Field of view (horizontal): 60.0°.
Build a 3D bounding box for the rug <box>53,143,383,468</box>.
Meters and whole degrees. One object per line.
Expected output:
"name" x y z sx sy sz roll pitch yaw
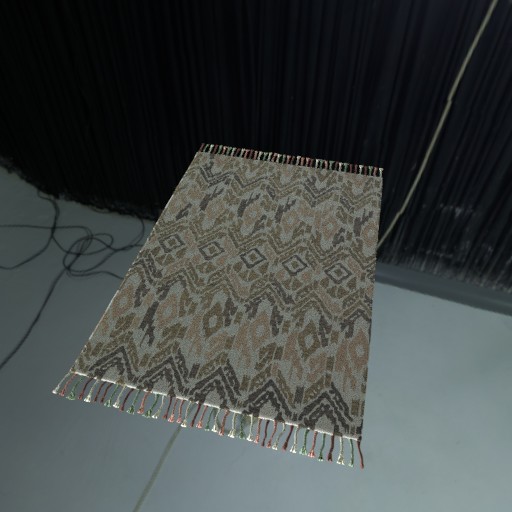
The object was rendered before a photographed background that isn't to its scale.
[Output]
"rug" 0.000 0.000 2.255 1.219 0.008 1.829 10 48 9
